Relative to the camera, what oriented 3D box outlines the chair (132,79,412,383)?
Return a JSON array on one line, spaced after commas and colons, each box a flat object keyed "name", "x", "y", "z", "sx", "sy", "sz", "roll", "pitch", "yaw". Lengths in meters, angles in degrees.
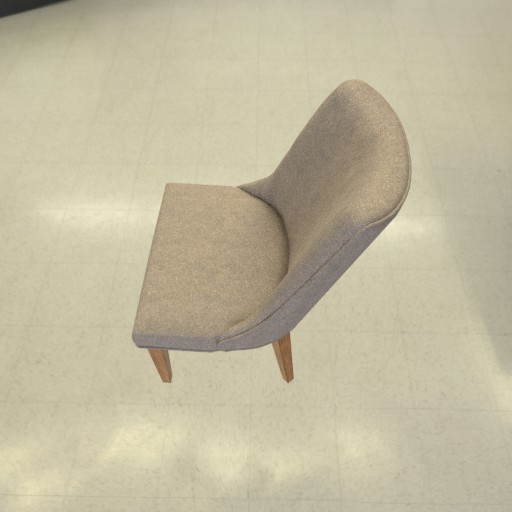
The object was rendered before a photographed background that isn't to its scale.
[{"name": "chair", "x": 0.000, "y": 0.000, "z": 1.288, "sx": 0.636, "sy": 0.916, "sz": 0.548, "roll": 3, "pitch": 57, "yaw": 2}]
